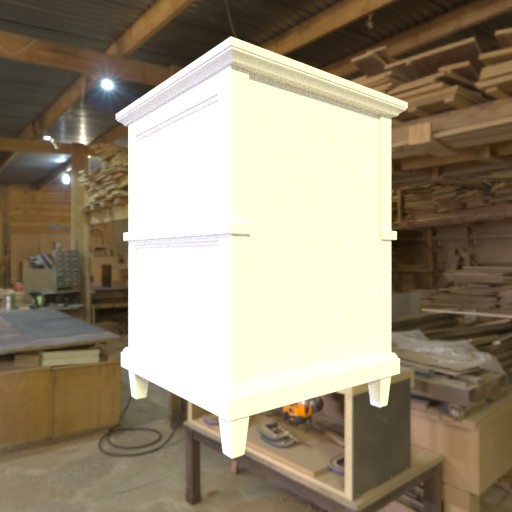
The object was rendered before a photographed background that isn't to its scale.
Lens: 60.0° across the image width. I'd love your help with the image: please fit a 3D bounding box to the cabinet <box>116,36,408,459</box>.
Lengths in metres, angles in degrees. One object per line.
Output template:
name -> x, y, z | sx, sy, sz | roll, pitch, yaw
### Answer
cabinet -> 0.000, 0.000, 1.163 | 0.544, 0.775, 0.547 | 0, 0, -38
